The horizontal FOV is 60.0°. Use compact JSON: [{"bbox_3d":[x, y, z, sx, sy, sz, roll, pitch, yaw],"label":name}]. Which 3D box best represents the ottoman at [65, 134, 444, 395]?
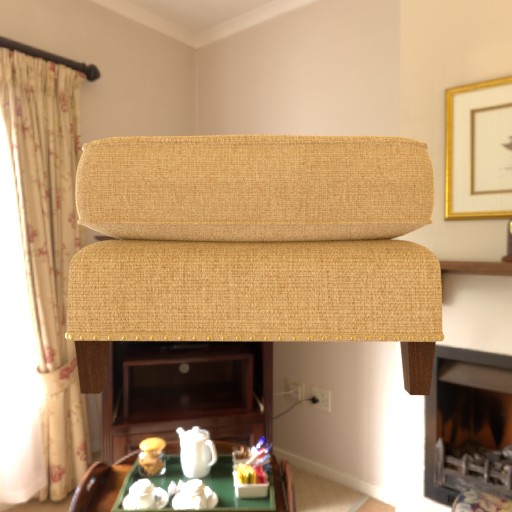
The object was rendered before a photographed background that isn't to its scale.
[{"bbox_3d":[0.000,0.000,1.124,0.738,0.537,0.589,0,1,1],"label":"ottoman"}]
